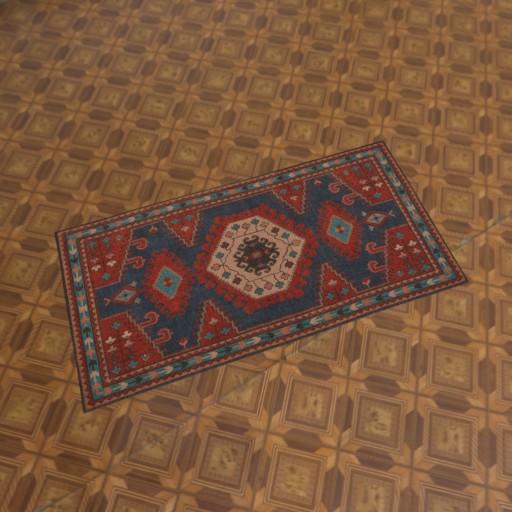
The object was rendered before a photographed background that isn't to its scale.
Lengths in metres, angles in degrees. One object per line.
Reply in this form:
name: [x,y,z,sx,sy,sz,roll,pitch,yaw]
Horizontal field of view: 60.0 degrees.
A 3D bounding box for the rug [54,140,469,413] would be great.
rug: [0.000,0.000,3.585,3.032,0.034,1.522,-17,65,-8]
